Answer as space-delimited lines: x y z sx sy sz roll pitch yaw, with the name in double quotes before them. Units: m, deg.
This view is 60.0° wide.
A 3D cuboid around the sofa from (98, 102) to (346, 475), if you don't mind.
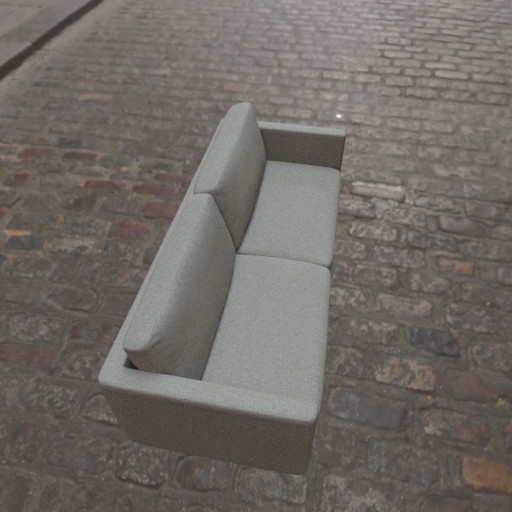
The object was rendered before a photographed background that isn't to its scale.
"sofa" 0.000 0.000 2.700 0.956 0.963 2.208 8 47 7
